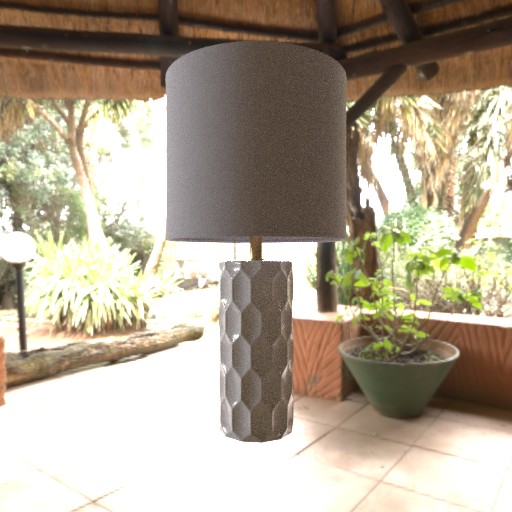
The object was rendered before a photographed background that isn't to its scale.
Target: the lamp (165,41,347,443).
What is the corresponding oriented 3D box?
[{"bbox_3d":[0.000,0.000,0.690,0.277,0.537,0.277,0,0,37],"label":"lamp"}]
